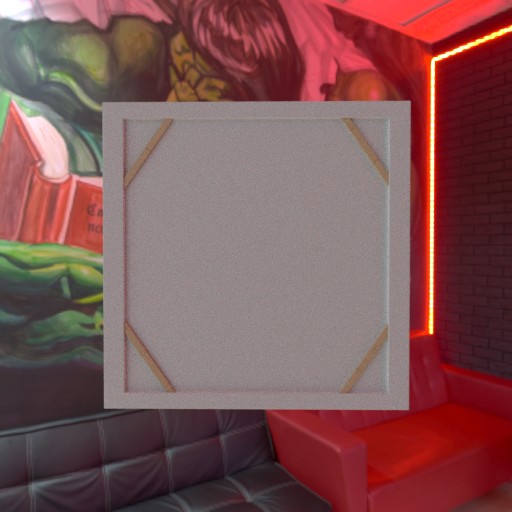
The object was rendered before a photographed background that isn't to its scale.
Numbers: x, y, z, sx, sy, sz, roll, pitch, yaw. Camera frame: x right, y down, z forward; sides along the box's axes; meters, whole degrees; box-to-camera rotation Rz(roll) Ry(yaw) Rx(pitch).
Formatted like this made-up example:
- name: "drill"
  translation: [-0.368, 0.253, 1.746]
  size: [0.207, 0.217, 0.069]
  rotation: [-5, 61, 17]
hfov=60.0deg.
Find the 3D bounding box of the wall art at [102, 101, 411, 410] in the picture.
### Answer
- name: "wall art"
  translation: [0.000, 0.000, 0.604]
  size: [0.405, 0.407, 0.038]
  rotation: [0, 1, 1]
